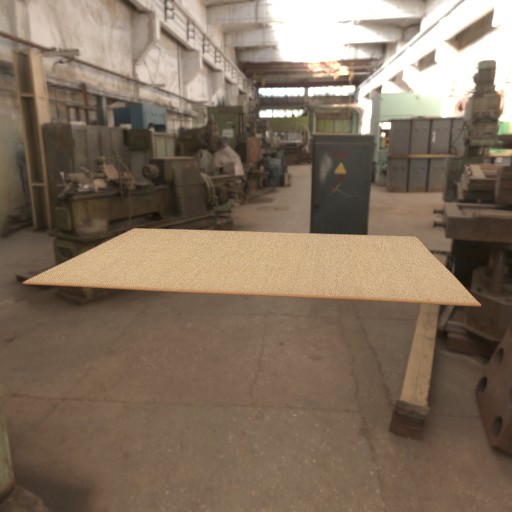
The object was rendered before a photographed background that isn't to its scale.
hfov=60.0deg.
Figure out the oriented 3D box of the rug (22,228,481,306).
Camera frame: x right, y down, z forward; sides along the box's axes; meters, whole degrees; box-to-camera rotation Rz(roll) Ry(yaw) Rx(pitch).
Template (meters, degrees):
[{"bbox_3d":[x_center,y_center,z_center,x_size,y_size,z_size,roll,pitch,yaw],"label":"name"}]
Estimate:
[{"bbox_3d":[0.000,0.000,2.104,1.678,0.013,1.078,2,15,8],"label":"rug"}]
